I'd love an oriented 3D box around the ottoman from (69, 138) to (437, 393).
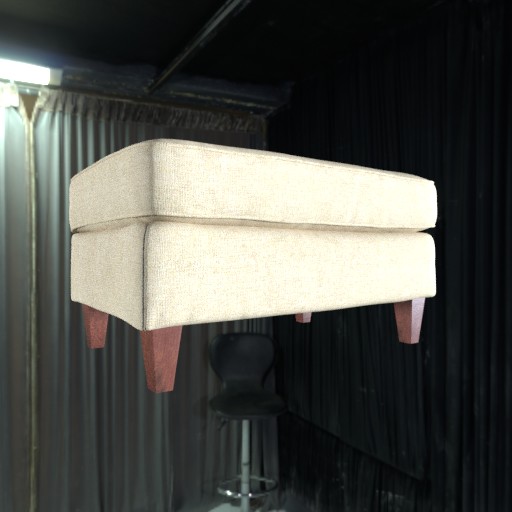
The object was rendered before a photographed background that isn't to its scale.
[{"bbox_3d":[0.000,0.000,1.212,0.862,0.484,0.583,0,1,-35],"label":"ottoman"}]
